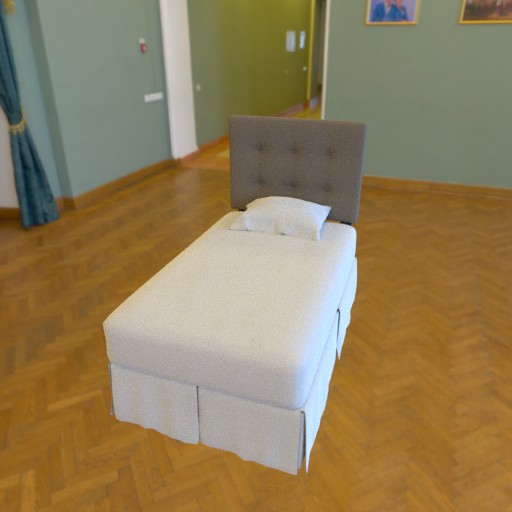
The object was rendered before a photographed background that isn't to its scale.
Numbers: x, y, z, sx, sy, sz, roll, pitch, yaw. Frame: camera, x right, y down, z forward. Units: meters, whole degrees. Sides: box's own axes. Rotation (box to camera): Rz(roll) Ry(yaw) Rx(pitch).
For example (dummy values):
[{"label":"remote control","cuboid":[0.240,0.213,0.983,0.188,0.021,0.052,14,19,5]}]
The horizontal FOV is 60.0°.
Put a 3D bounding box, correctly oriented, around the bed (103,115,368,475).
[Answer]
[{"label":"bed","cuboid":[0.000,0.000,3.064,1.261,1.571,1.997,9,27,17]}]
